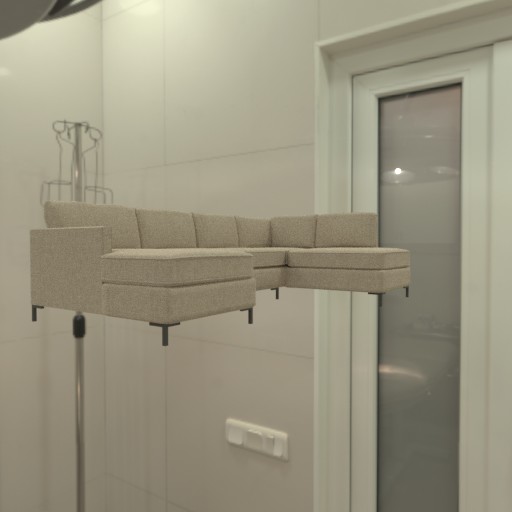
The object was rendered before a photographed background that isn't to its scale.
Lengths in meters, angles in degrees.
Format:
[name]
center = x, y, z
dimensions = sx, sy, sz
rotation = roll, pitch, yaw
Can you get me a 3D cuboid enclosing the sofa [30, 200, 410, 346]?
[sofa]
center = 0.000, 0.000, 4.295
dimensions = 2.021, 0.996, 3.423
rotation = 1, 2, 34
